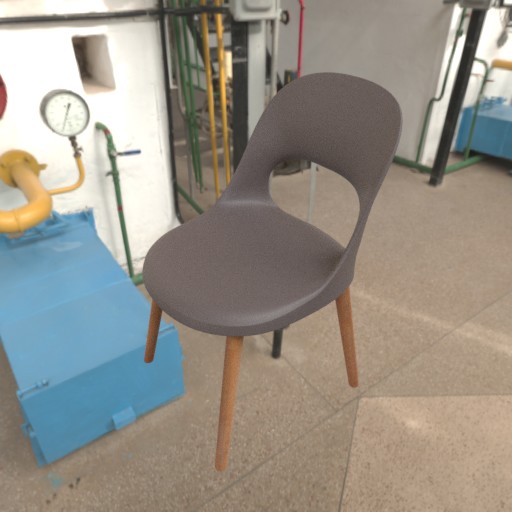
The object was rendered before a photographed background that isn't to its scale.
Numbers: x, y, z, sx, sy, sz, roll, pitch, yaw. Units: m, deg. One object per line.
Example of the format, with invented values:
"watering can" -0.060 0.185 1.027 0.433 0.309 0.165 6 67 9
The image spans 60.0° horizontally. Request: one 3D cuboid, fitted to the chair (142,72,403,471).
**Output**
"chair" 0.000 0.000 1.113 0.556 0.794 0.470 -21 39 -29
